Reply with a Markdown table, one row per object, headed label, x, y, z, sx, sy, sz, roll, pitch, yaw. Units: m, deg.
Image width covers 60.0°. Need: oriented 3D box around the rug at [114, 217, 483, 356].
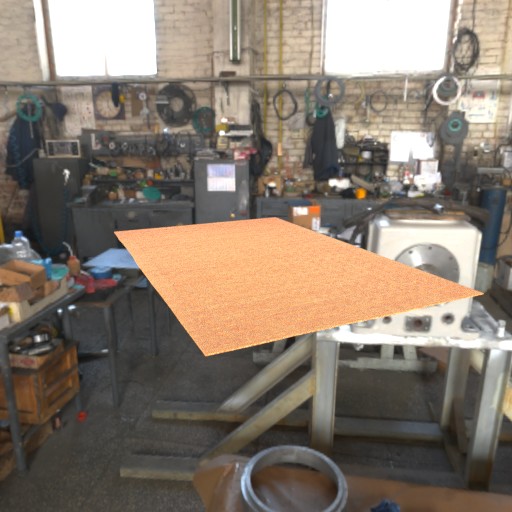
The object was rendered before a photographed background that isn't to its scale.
| label | x | y | z | sx | sy | sz | roll | pitch | yaw |
| --- | --- | --- | --- | --- | --- | --- | --- | --- | --- |
| rug | 0.000 | 0.000 | 2.247 | 1.143 | 0.006 | 1.747 | -7 | 17 | -24 |
